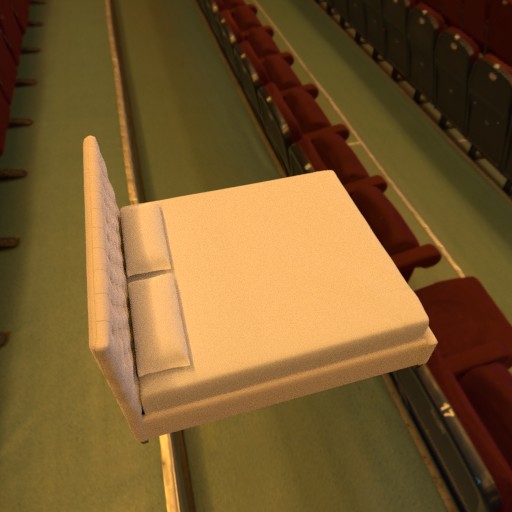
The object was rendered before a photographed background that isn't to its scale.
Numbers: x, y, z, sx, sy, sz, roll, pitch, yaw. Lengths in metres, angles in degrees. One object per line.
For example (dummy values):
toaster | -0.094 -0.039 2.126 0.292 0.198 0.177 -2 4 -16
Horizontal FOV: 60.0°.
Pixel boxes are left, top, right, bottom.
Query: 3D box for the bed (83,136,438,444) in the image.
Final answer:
bed | 0.000 0.000 3.680 2.387 1.427 2.078 -12 49 -10
